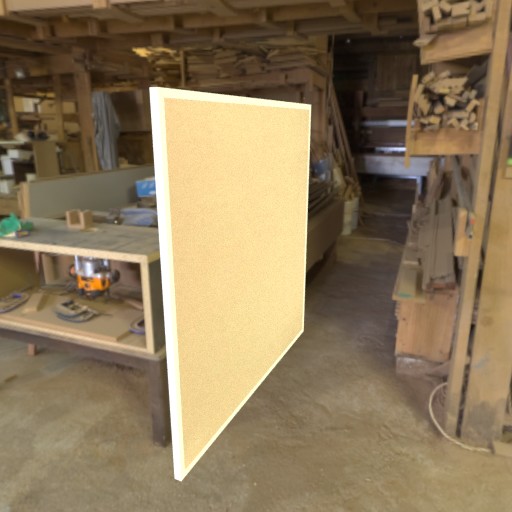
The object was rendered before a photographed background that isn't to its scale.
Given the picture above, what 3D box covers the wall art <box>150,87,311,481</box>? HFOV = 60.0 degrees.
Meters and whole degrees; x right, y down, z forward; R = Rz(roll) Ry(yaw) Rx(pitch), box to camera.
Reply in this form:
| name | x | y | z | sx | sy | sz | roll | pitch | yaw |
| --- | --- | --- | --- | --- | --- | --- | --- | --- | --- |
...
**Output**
| name | x | y | z | sx | sy | sz | roll | pitch | yaw |
| --- | --- | --- | --- | --- | --- | --- | --- | --- | --- |
| wall art | 0.000 | 0.000 | 0.833 | 0.012 | 0.557 | 0.557 | 8 | 18 | 24 |
